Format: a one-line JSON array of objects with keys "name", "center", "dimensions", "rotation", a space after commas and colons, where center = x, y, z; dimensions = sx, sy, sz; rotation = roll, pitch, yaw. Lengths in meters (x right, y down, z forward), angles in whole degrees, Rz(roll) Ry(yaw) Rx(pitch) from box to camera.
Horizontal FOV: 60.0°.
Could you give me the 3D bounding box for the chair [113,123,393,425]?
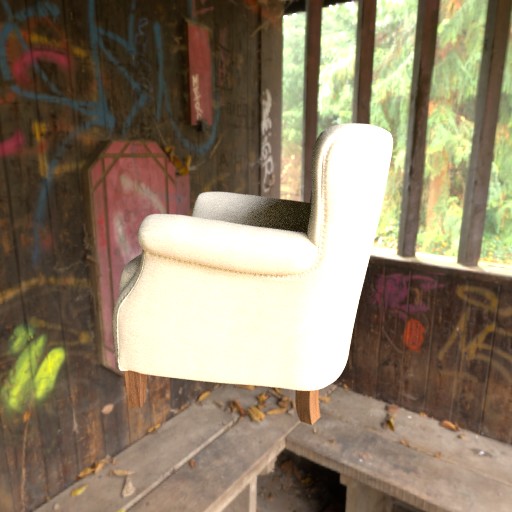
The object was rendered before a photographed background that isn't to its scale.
[{"name": "chair", "center": [0.000, 0.000, 1.679], "dimensions": [0.921, 0.936, 0.861], "rotation": [2, 14, 7]}]
